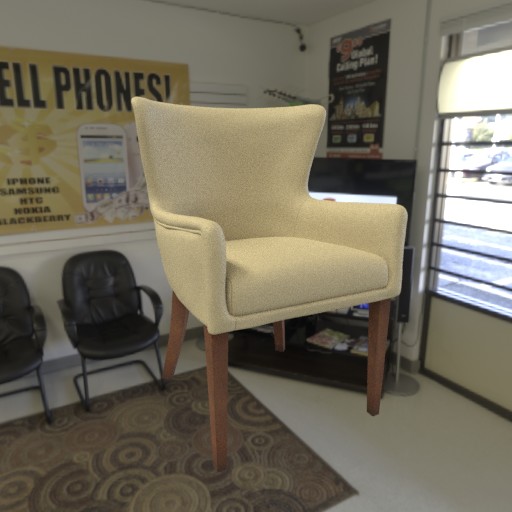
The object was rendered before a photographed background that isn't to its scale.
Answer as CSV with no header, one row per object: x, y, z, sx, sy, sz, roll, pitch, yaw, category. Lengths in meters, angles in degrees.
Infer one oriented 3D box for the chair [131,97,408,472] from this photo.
0.000,0.000,1.395,0.660,0.952,0.686,-7,16,-27,chair
